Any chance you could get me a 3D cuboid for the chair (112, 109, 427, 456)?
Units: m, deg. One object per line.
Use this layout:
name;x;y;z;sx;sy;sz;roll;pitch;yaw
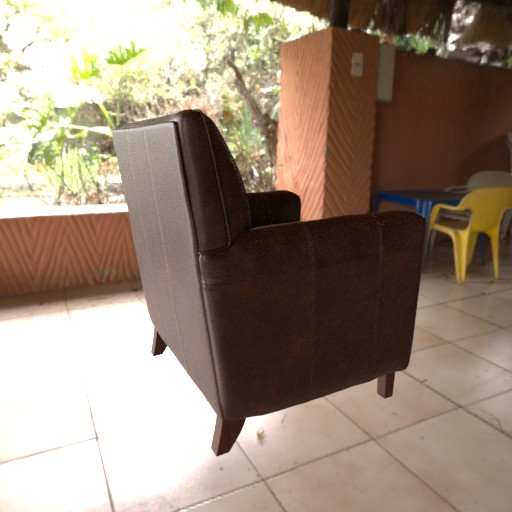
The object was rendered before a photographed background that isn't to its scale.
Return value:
chair;0.000;0.000;1.612;0.823;0.943;0.870;-7;16;-26
